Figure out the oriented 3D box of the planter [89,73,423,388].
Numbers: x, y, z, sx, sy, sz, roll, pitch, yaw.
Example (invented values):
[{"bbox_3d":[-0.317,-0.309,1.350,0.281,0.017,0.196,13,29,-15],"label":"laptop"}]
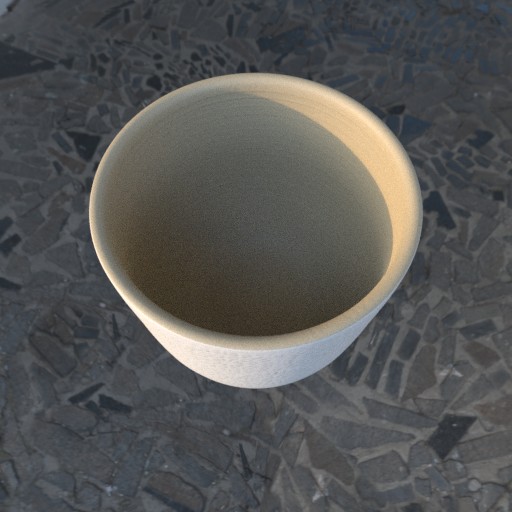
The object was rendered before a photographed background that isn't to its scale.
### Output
[{"bbox_3d":[0.000,0.000,0.363,0.208,0.190,0.208,0,63,0],"label":"planter"}]
